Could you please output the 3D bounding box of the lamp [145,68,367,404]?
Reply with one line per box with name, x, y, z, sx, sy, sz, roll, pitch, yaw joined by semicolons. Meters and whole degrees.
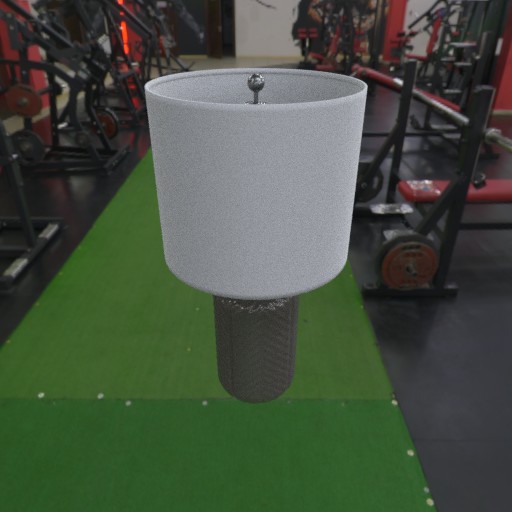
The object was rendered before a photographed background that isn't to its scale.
lamp;0.000;0.000;0.507;0.203;0.389;0.203;1;30;2
